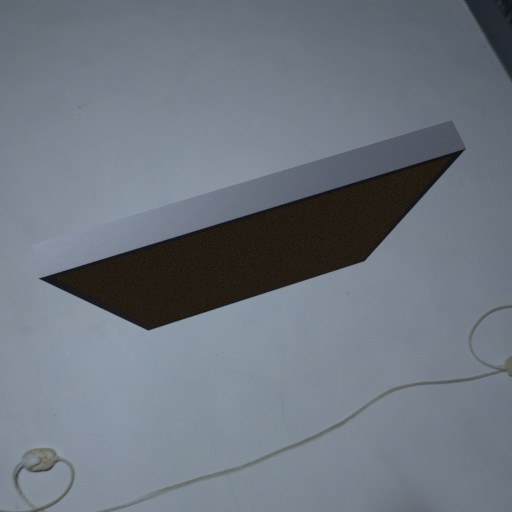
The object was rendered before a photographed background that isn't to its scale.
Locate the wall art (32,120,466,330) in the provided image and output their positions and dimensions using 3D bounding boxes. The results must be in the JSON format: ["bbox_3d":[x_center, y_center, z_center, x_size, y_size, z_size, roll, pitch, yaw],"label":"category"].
[{"bbox_3d":[0.000,0.000,0.751,0.509,0.509,0.040,-17,75,-5],"label":"wall art"}]
